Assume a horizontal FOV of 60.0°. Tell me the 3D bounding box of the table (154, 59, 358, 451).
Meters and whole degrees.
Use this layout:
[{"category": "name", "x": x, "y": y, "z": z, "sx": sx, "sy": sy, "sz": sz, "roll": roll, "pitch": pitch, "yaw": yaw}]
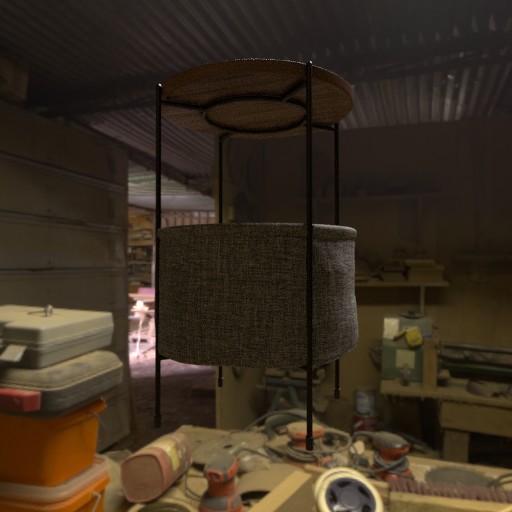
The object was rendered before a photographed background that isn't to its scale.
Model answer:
[{"category": "table", "x": 0.000, "y": 0.000, "z": 0.891, "sx": 0.400, "sy": 0.623, "sz": 0.400, "roll": 0, "pitch": -1, "yaw": 19}]
